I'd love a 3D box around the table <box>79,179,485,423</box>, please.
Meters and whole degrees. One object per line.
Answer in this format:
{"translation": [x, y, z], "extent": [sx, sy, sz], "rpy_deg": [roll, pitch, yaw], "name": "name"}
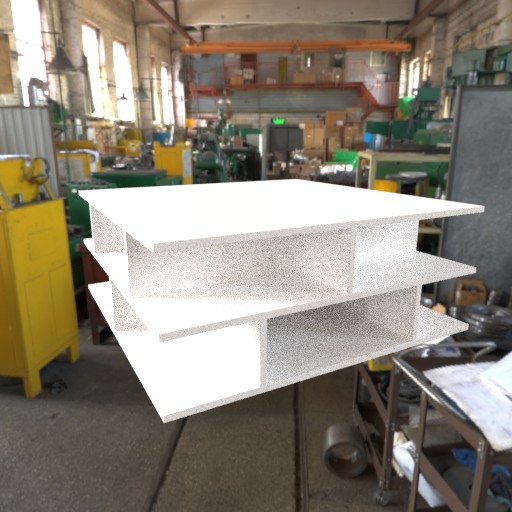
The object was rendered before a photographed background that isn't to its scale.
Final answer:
{"translation": [0.000, 0.000, 1.092], "extent": [0.700, 0.289, 0.700], "rpy_deg": [-8, 17, -28], "name": "table"}
